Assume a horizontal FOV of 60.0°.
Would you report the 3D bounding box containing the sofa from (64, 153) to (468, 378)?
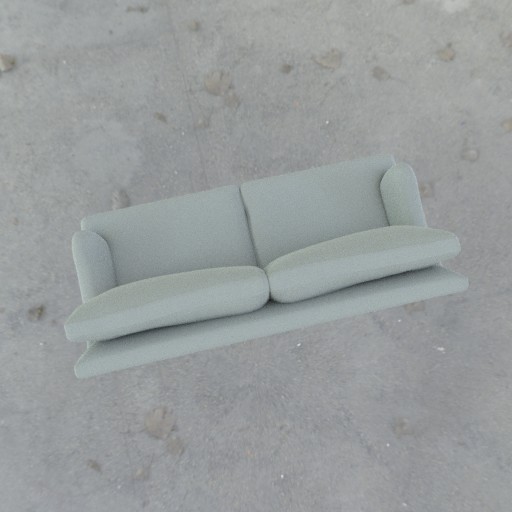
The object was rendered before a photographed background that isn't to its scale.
[{"bbox_3d":[0.000,0.000,2.857,2.193,1.096,1.069,-12,77,-3],"label":"sofa"}]
